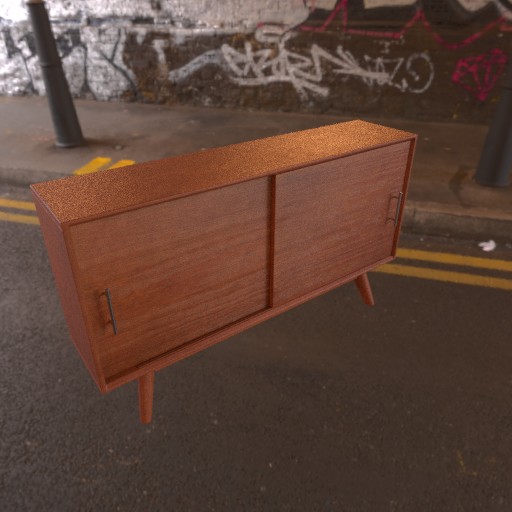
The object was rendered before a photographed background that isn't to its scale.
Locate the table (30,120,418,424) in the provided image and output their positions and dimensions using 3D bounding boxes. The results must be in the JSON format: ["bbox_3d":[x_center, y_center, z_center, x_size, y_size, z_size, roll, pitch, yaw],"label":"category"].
[{"bbox_3d":[0.000,0.000,1.516,1.220,0.698,0.308,-20,36,-31],"label":"table"}]
